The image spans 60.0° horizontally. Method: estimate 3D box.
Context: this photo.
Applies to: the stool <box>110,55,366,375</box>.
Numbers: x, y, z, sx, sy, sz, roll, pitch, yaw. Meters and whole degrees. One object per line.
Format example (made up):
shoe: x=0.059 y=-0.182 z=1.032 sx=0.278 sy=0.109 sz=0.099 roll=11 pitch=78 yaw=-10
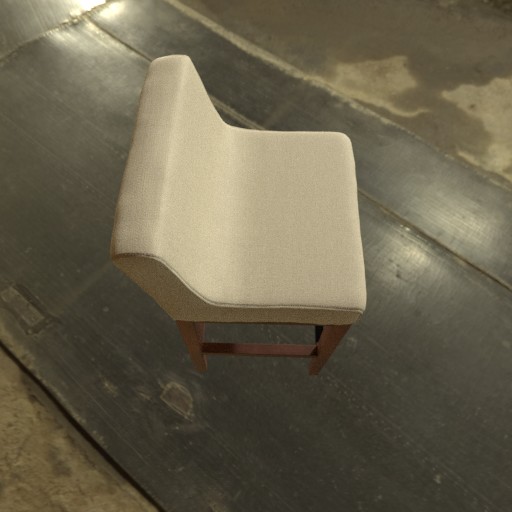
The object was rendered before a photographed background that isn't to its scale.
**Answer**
stool: x=0.000 y=0.000 z=1.256 sx=0.500 sy=0.937 sz=0.511 roll=2 pitch=63 yaw=1
